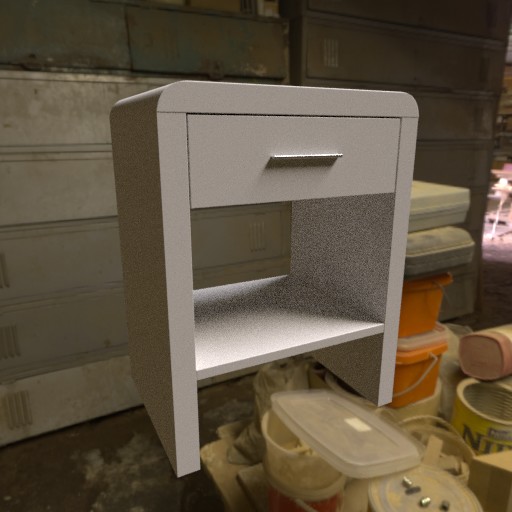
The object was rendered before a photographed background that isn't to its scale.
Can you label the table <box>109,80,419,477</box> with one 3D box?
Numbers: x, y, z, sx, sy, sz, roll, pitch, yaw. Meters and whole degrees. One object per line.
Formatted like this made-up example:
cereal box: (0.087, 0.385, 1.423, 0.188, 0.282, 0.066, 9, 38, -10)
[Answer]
table: (0.000, 0.000, 0.863, 0.450, 0.590, 0.350, -8, 17, -26)
